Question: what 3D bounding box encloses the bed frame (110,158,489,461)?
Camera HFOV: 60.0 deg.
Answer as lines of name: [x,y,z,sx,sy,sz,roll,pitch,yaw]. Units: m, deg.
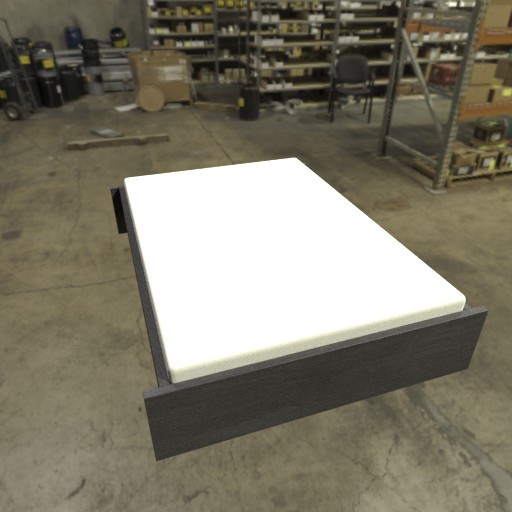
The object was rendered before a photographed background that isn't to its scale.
bed frame: [0.000,0.000,2.597,1.490,0.432,1.950,-10,33,-16]
